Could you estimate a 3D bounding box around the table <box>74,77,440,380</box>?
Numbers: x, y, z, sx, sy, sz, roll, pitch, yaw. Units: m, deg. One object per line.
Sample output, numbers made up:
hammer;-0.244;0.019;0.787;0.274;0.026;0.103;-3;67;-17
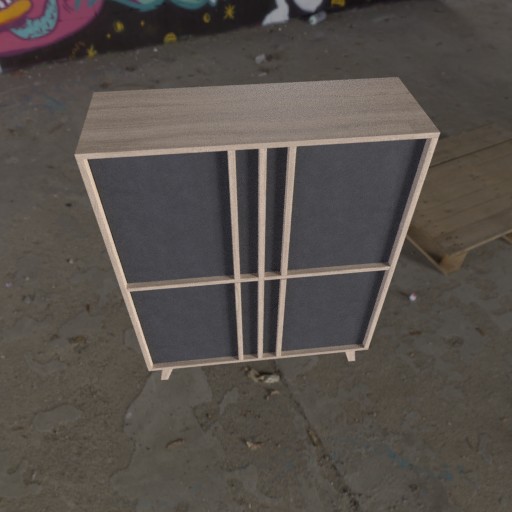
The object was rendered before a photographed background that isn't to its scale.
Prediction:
table;0.000;0.000;1.972;1.111;1.388;0.398;-5;46;-4
